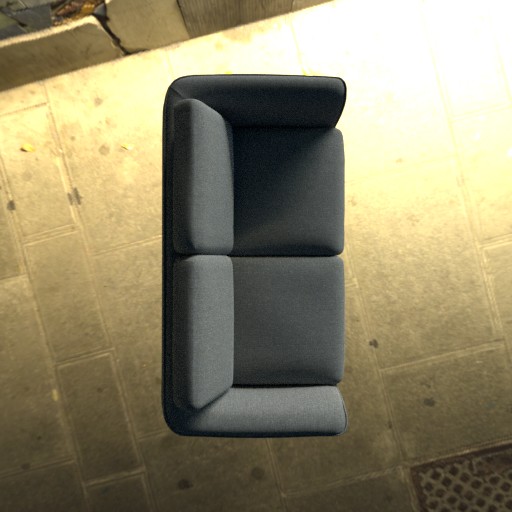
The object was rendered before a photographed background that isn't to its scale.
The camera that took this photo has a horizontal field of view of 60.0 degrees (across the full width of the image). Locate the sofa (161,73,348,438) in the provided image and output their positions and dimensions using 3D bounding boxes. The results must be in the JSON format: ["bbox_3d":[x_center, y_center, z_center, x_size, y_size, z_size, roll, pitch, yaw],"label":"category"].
[{"bbox_3d":[0.000,0.000,2.253,0.920,0.870,1.700,0,90,0],"label":"sofa"}]
